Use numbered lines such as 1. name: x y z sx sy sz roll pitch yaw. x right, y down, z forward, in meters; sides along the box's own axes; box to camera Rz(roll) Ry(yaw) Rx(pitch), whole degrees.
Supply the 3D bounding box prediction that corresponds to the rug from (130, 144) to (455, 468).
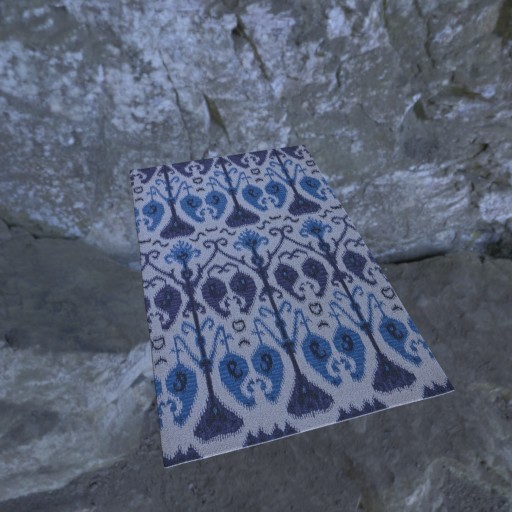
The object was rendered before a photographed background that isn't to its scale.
1. rug: 0.000 0.000 2.101 1.072 0.013 1.698 -11 48 -10
